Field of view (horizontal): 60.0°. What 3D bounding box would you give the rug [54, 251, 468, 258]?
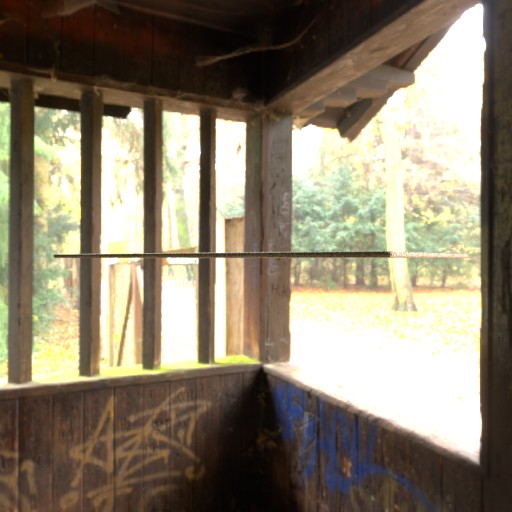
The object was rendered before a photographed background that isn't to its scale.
[{"bbox_3d":[0.000,0.000,3.474,2.743,0.030,1.778,0,0,36],"label":"rug"}]
